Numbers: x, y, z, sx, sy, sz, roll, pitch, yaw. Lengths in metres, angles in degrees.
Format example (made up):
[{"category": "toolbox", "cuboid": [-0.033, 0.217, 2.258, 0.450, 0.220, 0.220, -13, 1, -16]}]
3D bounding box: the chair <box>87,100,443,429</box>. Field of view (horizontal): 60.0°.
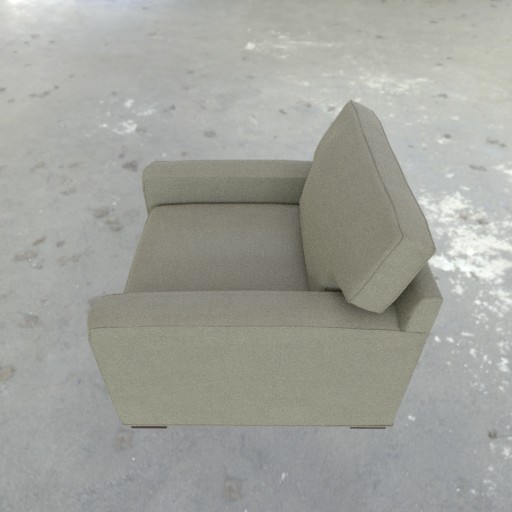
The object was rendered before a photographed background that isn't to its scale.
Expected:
[{"category": "chair", "cuboid": [0.000, 0.000, 1.764, 1.044, 0.934, 0.999, 0, 42, 0]}]
